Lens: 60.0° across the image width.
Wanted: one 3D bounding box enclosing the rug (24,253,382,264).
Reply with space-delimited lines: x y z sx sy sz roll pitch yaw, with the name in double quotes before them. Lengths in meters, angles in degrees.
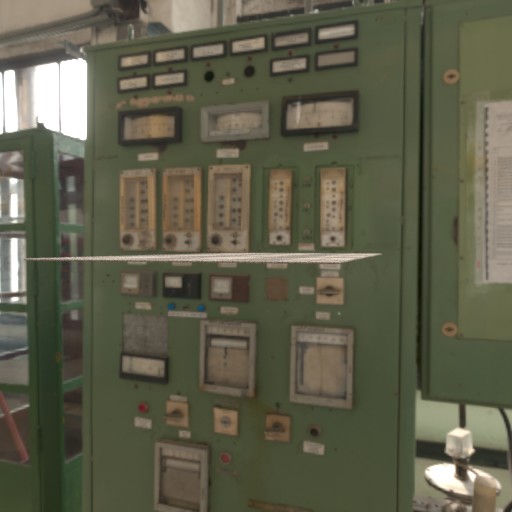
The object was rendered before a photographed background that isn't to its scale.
"rug" 0.000 0.000 3.072 1.549 0.010 2.464 0 1 19
